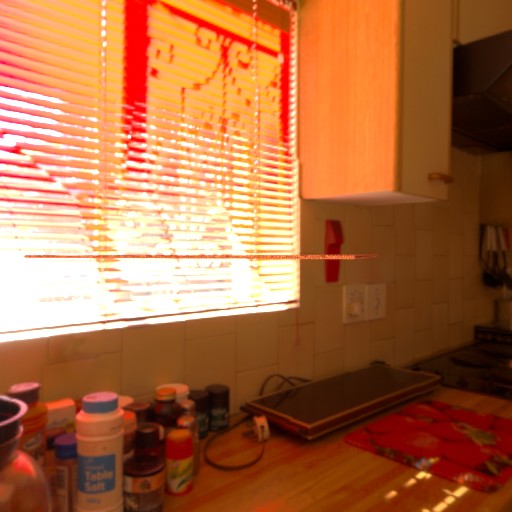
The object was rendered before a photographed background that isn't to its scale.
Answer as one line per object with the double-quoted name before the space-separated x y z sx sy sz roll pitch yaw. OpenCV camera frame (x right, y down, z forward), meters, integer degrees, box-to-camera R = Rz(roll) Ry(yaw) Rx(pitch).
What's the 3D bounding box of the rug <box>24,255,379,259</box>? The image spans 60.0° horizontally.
"rug" 0.000 0.000 3.011 1.524 0.015 2.438 0 0 17
